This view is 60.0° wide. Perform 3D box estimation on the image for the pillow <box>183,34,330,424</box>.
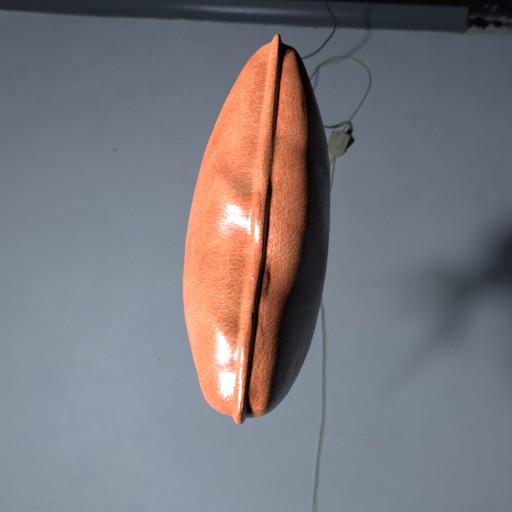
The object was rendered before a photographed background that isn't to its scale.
[{"bbox_3d":[0.000,0.000,0.791,0.236,0.523,0.532,5,76,1],"label":"pillow"}]
